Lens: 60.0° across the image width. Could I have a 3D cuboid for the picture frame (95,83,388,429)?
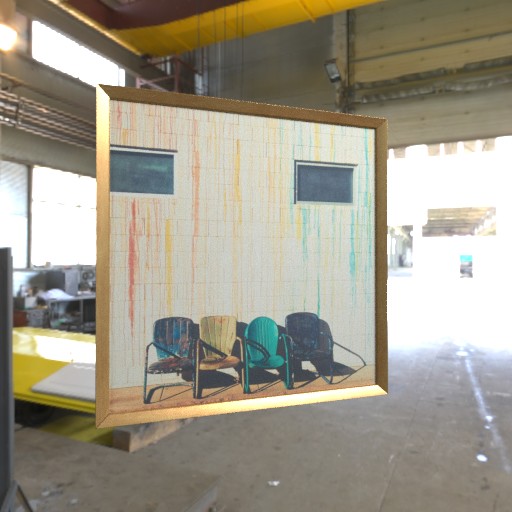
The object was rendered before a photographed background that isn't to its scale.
[{"bbox_3d":[0.000,0.000,1.116,0.758,0.761,0.037,0,0,-19],"label":"picture frame"}]
